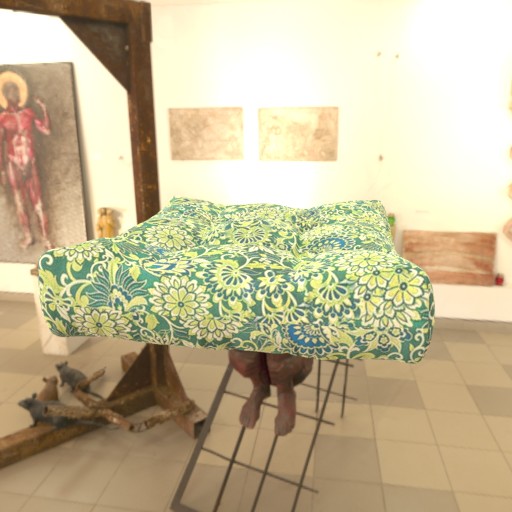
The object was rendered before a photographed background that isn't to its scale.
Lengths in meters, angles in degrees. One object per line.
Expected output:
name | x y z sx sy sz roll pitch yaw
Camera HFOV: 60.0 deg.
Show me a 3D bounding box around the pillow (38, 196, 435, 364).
pillow | 0.000 0.000 0.716 0.468 0.128 0.490 2 16 8
